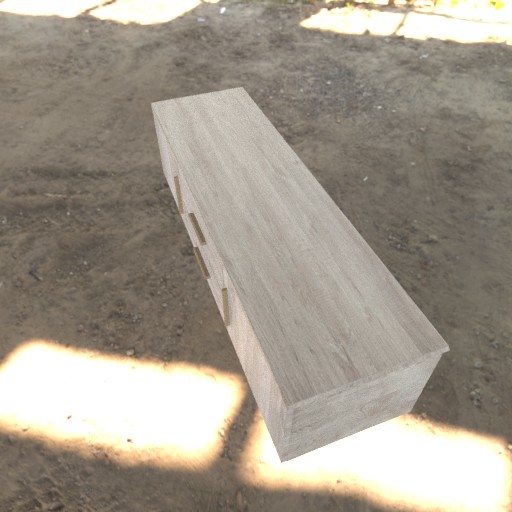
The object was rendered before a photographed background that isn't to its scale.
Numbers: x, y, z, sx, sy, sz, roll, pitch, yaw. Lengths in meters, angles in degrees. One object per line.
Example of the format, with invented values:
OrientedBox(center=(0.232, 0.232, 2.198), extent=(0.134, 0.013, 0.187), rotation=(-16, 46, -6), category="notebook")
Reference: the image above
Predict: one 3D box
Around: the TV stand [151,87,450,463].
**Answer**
OrientedBox(center=(0.000, 0.000, 1.526), extent=(0.401, 0.565, 1.313), rotation=(-15, 48, -14), category="TV stand")
